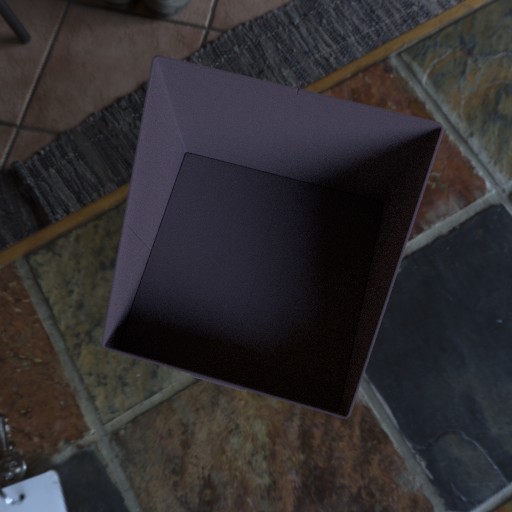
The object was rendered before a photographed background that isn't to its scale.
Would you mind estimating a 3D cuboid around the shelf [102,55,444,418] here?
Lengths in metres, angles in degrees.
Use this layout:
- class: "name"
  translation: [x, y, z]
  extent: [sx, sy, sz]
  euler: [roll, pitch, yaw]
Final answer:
- class: "shelf"
  translation: [0.000, 0.000, 0.494]
  extent: [0.292, 0.210, 0.292]
  euler: [15, 76, 4]
